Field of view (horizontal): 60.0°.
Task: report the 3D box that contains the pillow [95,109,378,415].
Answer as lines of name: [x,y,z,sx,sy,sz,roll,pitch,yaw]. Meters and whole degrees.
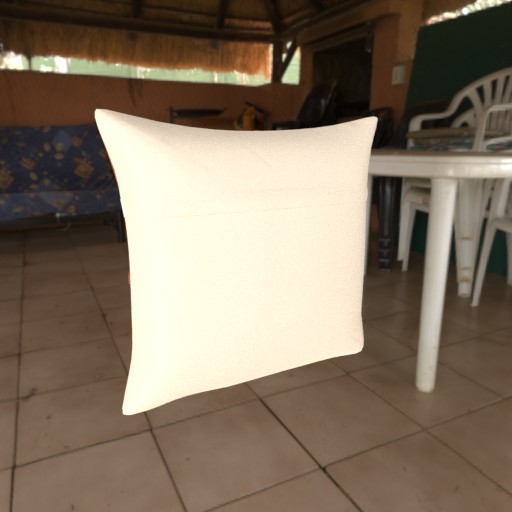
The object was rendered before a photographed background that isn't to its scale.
pillow: [0.000,0.000,0.777,0.501,0.477,0.192,-7,16,-26]
